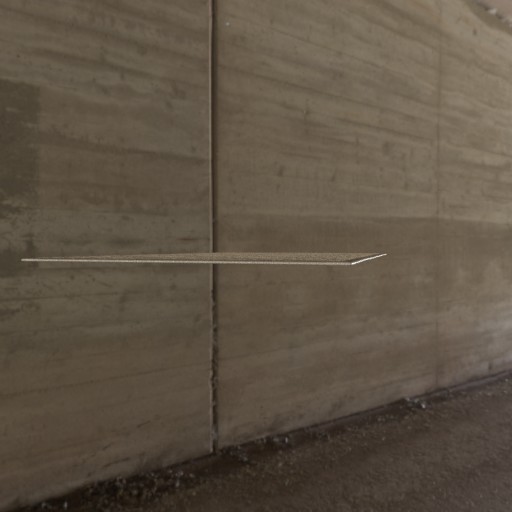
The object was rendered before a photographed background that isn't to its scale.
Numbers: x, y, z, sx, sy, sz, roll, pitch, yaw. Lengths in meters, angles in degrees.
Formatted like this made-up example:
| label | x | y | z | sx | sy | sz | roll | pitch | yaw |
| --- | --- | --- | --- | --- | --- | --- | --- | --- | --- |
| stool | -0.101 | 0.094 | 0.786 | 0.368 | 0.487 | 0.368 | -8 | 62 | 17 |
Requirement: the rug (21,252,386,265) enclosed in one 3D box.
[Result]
| label | x | y | z | sx | sy | sz | roll | pitch | yaw |
| --- | --- | --- | --- | --- | --- | --- | --- | --- | --- |
| rug | 0.000 | 0.000 | 3.463 | 1.819 | 0.018 | 2.746 | 0 | 1 | 19 |
